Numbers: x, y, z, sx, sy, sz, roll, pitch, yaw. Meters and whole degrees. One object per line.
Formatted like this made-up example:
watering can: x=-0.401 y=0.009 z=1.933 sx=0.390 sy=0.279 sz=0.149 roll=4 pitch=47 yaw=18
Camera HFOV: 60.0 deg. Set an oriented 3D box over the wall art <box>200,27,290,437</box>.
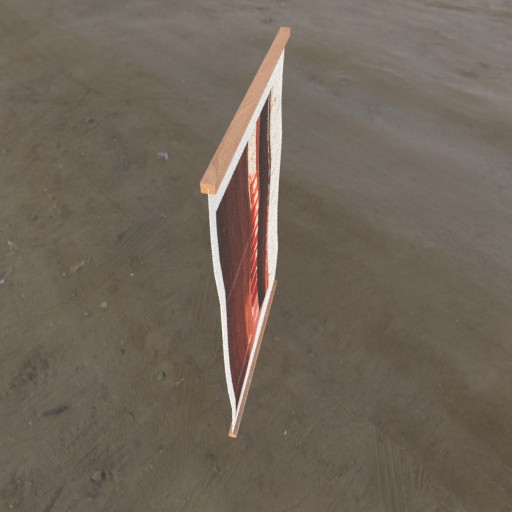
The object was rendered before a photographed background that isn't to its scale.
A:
wall art: x=0.000 y=0.000 z=0.640 sx=0.012 sy=0.508 sz=0.332 roll=10 pitch=48 yaw=9
